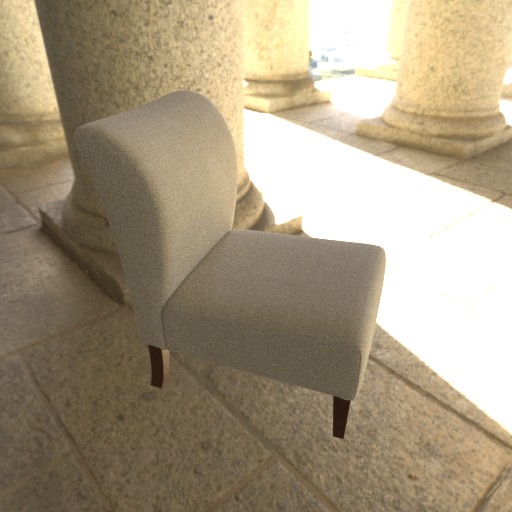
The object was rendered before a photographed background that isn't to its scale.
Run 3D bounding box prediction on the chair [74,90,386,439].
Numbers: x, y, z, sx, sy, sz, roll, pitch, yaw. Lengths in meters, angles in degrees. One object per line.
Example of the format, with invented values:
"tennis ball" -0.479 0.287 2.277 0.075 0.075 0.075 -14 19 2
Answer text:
"chair" 0.000 0.000 1.339 0.754 0.833 0.521 11 32 17
